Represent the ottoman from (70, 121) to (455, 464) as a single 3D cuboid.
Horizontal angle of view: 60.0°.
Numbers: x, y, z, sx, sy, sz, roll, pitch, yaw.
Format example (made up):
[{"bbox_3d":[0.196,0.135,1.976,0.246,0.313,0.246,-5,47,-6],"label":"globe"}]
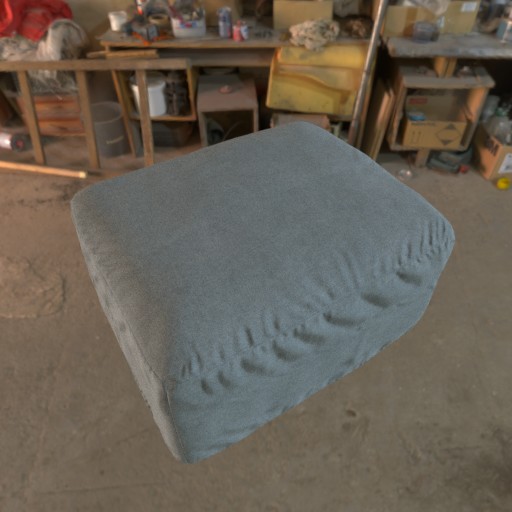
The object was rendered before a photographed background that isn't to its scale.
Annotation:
[{"bbox_3d":[0.000,0.000,1.238,0.837,0.481,0.683,-24,50,-22],"label":"ottoman"}]
